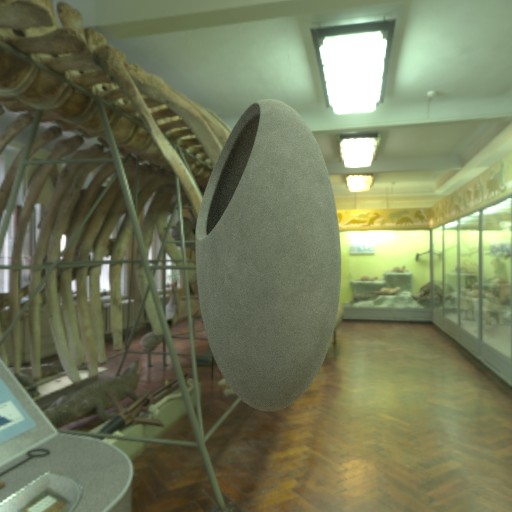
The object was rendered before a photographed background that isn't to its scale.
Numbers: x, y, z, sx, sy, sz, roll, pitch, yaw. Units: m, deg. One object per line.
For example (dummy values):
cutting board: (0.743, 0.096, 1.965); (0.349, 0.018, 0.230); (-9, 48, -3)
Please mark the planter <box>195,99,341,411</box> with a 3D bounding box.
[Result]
planter: (0.000, 0.000, 0.282); (0.071, 0.188, 0.185); (0, -1, -17)
